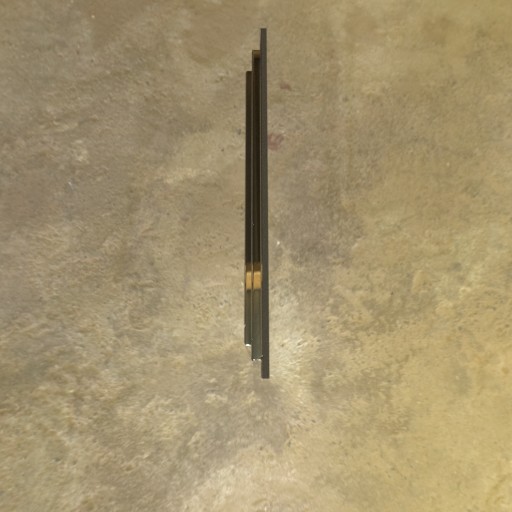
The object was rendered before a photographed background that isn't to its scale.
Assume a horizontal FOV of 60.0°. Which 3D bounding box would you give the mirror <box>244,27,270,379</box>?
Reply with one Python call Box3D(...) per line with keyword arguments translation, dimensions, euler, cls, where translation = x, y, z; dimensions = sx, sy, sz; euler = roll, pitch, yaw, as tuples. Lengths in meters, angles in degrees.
Box3D(translation=(0.000, 0.000, 1.165), dimensions=(0.039, 0.914, 0.613), euler=(0, 75, 0), cls="mirror")
